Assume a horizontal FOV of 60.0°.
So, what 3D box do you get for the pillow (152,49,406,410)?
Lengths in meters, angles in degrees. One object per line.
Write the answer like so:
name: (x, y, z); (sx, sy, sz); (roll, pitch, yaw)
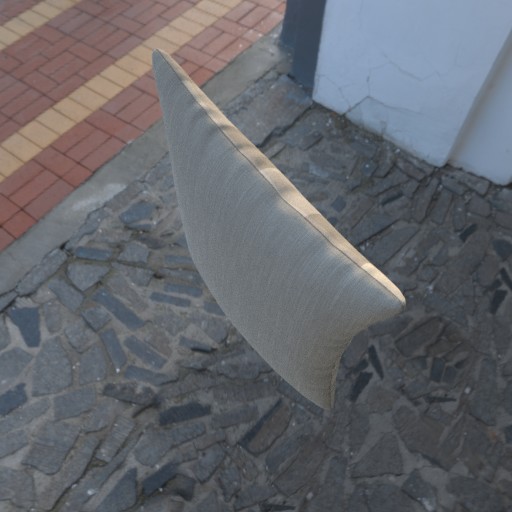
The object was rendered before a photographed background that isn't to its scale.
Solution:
pillow: (0.000, 0.000, 0.767); (0.161, 0.509, 0.511); (-32, 65, -17)
